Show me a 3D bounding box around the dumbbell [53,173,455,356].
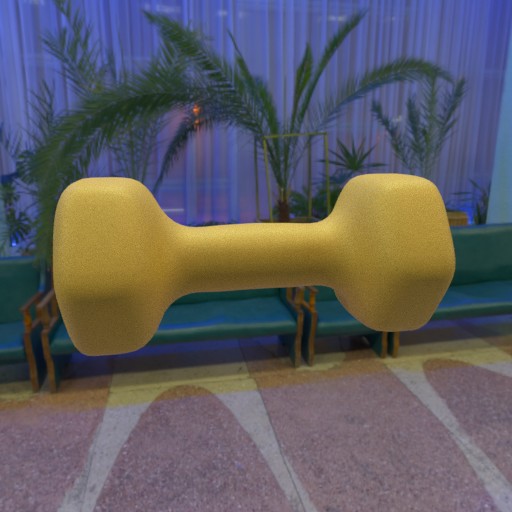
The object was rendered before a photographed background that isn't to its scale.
[{"bbox_3d":[0.000,0.000,0.231,0.190,0.082,0.090,-2,15,-10],"label":"dumbbell"}]
